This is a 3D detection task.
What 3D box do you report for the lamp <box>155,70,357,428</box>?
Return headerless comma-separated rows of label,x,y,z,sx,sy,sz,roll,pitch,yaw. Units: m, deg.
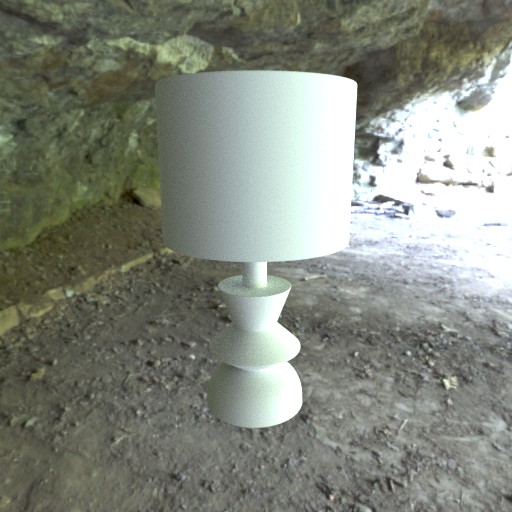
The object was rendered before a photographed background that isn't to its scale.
lamp,0.000,0.000,0.740,0.301,0.533,0.301,-7,16,-27
